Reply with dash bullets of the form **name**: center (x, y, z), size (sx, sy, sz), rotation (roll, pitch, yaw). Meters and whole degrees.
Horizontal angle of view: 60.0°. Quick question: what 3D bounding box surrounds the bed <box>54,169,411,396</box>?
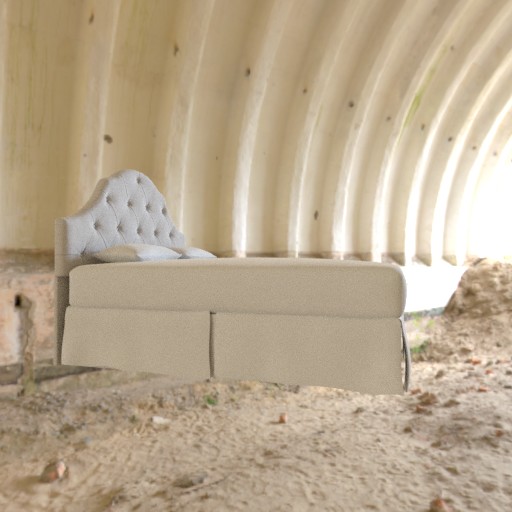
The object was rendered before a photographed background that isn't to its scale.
- **bed**: center (0.000, 0.000, 3.793), size (2.477, 1.617, 2.039), rotation (0, -1, 18)
